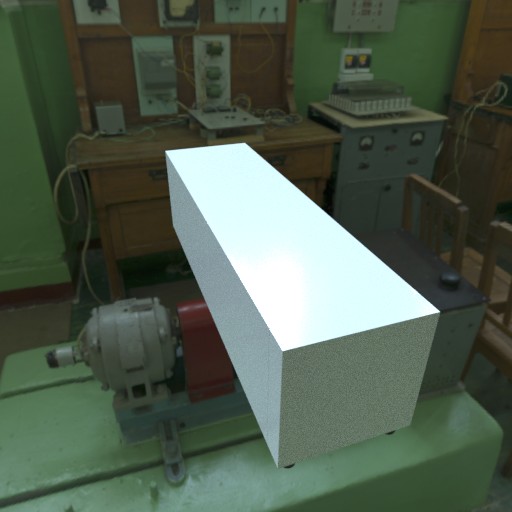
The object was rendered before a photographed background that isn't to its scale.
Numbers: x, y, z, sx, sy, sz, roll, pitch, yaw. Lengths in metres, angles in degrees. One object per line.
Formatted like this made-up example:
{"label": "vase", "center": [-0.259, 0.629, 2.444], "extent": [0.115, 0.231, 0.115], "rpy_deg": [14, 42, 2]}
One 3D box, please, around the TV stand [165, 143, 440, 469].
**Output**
{"label": "TV stand", "center": [0.000, 0.000, 1.728], "extent": [0.410, 0.440, 1.500], "rpy_deg": [-10, 32, -17]}
